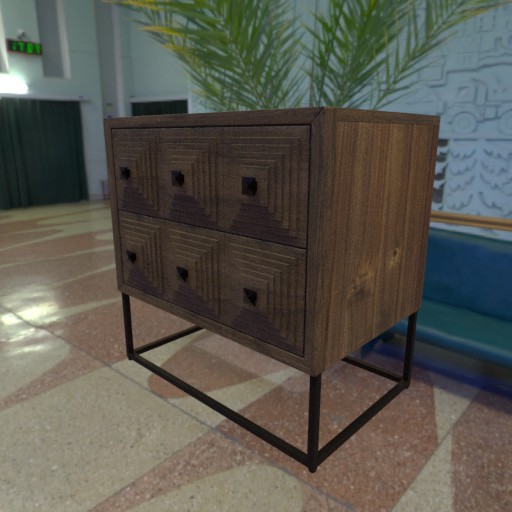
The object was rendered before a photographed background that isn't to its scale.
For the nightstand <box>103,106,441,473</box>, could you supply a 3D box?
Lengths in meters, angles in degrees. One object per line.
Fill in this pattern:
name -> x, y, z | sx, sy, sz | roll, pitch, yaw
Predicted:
nightstand -> 0.000, 0.000, 1.017 | 0.610, 0.610, 0.437 | 14, 20, 41
